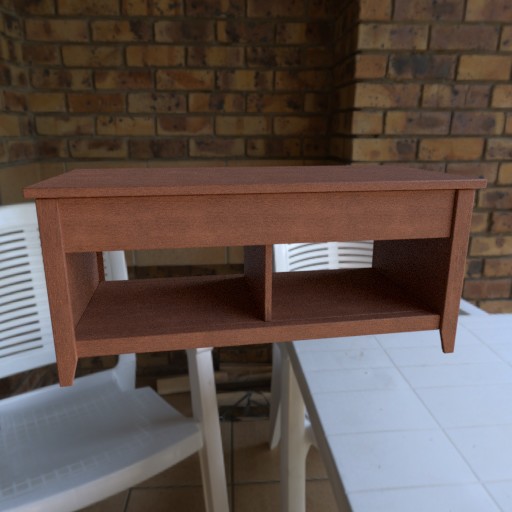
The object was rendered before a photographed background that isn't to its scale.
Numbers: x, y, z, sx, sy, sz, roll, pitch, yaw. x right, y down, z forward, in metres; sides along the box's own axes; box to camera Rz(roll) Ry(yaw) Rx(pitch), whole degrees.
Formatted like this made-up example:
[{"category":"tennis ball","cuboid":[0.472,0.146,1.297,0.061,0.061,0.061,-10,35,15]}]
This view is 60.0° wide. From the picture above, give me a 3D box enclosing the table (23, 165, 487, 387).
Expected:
[{"category":"table","cuboid":[0.000,0.000,1.245,1.016,0.457,0.483,-3,16,-9]}]
